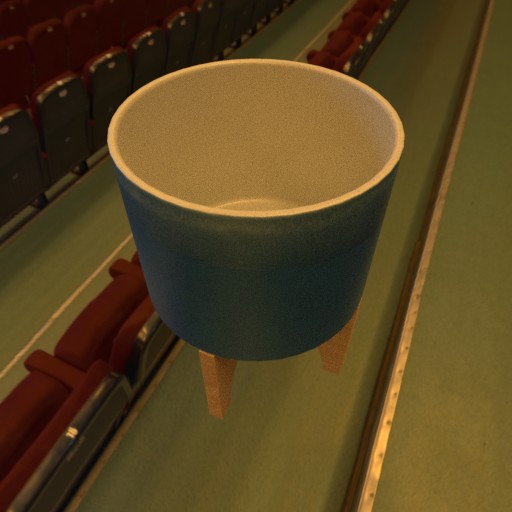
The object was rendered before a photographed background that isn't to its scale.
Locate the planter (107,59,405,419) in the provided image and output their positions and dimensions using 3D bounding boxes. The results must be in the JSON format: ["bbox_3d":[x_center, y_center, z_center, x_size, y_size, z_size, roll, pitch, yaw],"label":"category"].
[{"bbox_3d":[0.000,0.000,0.389,0.192,0.263,0.192,0,47,0],"label":"planter"}]
